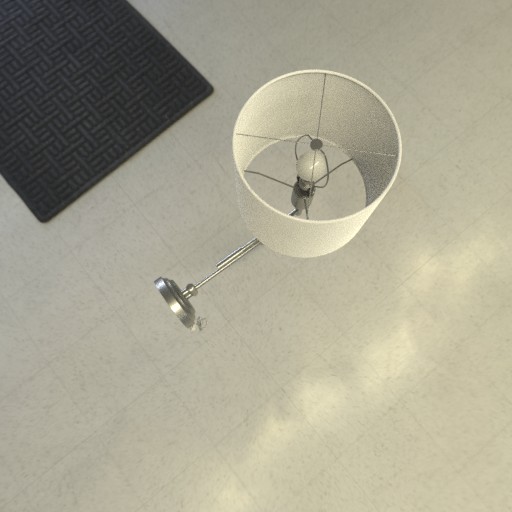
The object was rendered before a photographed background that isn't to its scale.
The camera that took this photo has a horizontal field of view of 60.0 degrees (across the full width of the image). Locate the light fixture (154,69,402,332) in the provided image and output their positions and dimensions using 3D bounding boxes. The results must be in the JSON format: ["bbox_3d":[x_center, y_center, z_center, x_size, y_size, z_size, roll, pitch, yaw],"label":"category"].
[{"bbox_3d":[0.000,0.000,1.049,0.479,0.842,0.253,-36,79,-8],"label":"light fixture"}]
